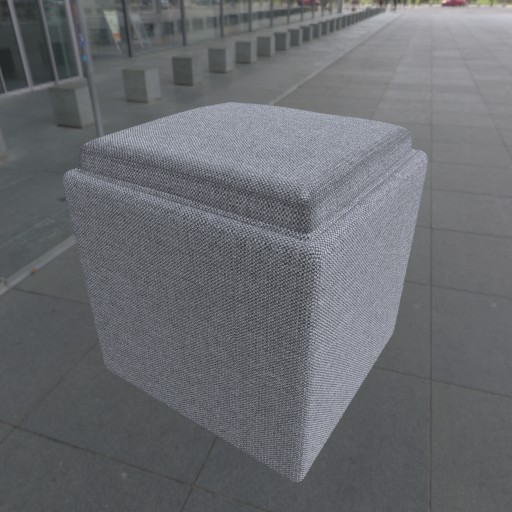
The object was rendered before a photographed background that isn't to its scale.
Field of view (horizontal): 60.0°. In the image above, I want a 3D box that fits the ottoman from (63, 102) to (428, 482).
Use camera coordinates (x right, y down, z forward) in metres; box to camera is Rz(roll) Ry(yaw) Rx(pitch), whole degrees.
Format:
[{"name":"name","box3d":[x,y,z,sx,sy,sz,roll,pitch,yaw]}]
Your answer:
[{"name":"ottoman","box3d":[0.000,0.000,0.826,0.454,0.487,0.436,19,35,29]}]
